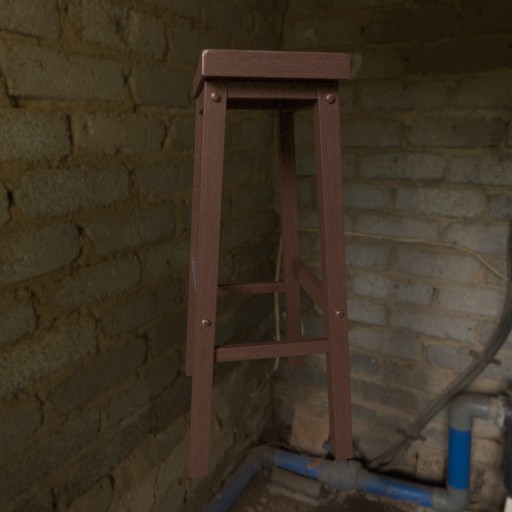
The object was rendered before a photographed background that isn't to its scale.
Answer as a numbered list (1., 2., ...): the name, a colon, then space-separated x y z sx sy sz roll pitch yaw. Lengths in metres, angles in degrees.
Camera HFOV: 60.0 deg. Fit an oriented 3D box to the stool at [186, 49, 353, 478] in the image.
1. stool: 0.000 0.000 0.952 0.322 0.742 0.406 -3 15 -9
